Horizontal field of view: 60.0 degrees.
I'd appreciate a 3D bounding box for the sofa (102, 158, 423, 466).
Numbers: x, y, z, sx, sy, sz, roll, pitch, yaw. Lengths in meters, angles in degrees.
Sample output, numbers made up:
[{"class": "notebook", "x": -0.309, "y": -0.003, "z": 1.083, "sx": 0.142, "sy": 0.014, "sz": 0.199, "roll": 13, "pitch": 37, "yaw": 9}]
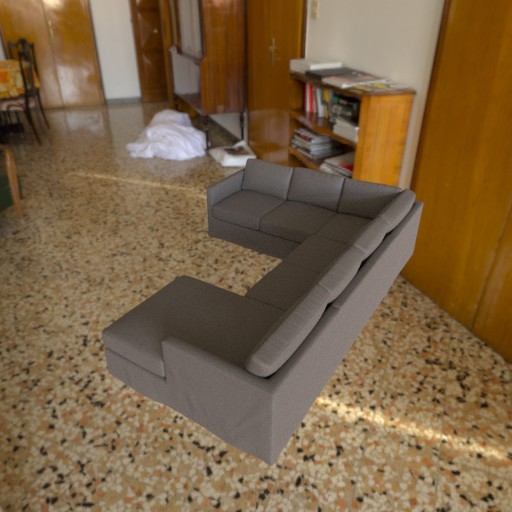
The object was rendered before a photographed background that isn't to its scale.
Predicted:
[{"class": "sofa", "x": 0.000, "y": 0.000, "z": 4.568, "sx": 2.427, "sy": 0.882, "sz": 3.460, "roll": 18, "pitch": 35, "yaw": 28}]
